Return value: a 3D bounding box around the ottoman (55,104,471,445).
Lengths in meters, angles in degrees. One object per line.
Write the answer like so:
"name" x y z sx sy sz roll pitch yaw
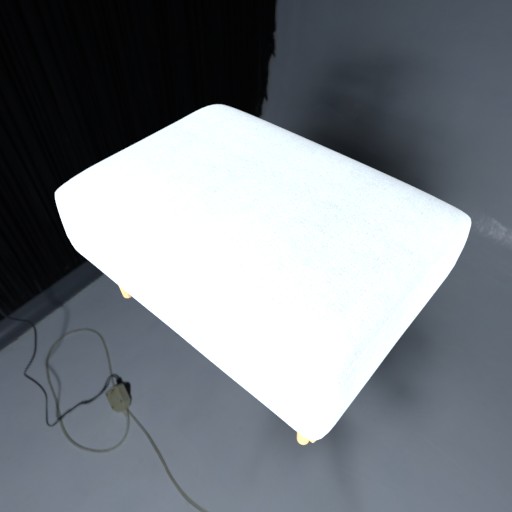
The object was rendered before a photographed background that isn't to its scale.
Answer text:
"ottoman" 0.000 0.000 1.047 0.749 0.428 0.549 32 54 27
